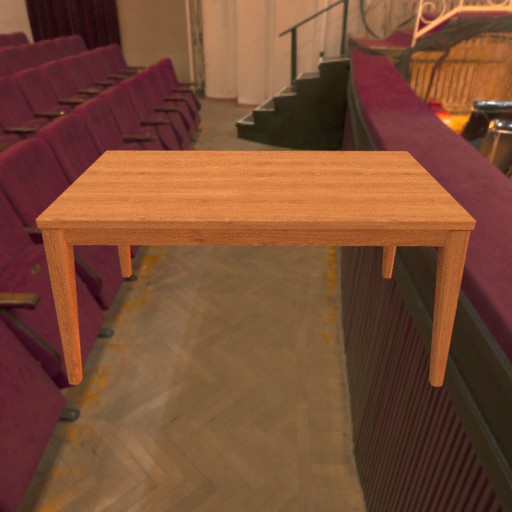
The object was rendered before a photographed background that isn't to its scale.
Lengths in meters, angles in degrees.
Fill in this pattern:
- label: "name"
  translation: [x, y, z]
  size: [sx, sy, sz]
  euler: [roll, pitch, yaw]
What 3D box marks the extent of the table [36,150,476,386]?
- label: "table"
  translation: [0.000, 0.000, 2.093]
  size: [1.600, 0.760, 0.900]
  euler: [0, 30, 0]
